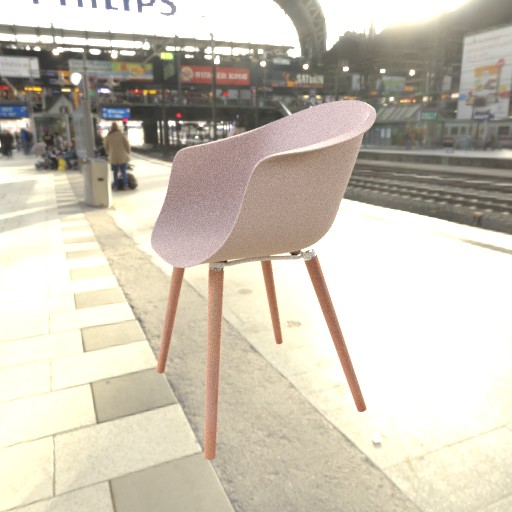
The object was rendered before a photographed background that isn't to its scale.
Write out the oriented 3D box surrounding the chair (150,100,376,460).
[{"bbox_3d":[0.000,0.000,1.155,0.504,0.781,0.593,-8,17,-26],"label":"chair"}]
